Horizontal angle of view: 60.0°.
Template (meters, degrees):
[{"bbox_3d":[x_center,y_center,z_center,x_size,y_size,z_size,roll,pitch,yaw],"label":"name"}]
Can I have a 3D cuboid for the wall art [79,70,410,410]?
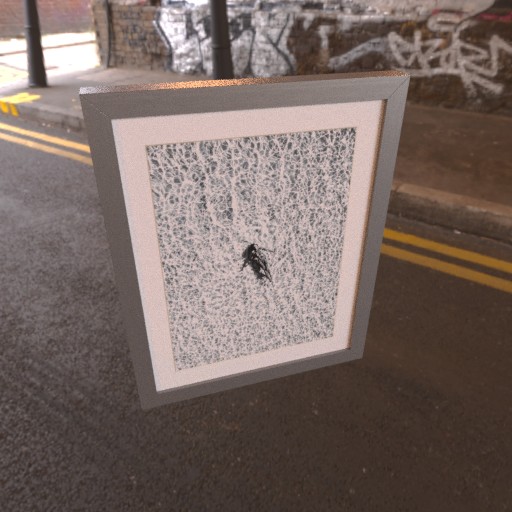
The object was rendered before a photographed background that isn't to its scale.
[{"bbox_3d":[0.000,0.000,0.507,0.308,0.379,0.030,-9,33,-15],"label":"wall art"}]
